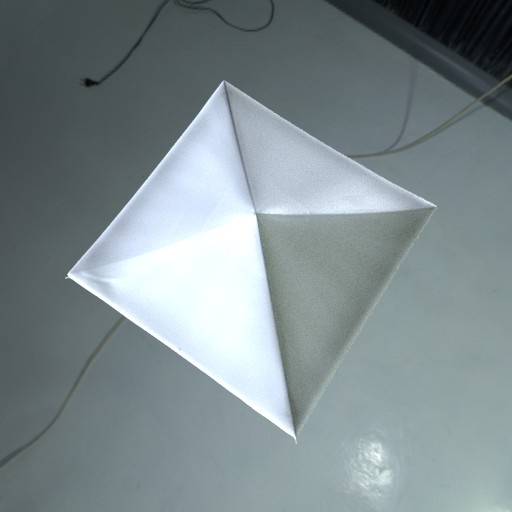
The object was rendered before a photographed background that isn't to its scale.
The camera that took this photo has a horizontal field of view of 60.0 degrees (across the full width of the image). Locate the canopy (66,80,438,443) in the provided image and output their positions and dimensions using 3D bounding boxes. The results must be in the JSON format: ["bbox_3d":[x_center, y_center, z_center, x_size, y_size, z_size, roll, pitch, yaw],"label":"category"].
[{"bbox_3d":[0.000,0.000,5.468,2.994,2.998,2.996,33,77,8],"label":"canopy"}]
